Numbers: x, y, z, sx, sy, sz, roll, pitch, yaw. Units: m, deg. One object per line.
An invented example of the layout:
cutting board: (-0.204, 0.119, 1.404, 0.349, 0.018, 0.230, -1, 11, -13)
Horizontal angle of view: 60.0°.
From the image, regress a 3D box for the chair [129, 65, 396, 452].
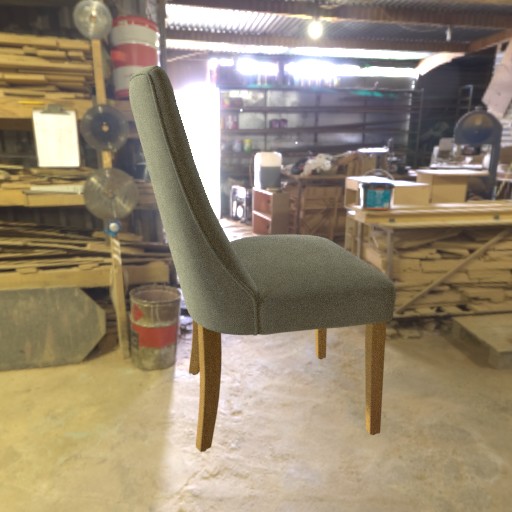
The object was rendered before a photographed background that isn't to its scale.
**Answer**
chair: (0.000, 0.000, 1.219, 0.610, 0.902, 0.495, -3, 15, -11)
